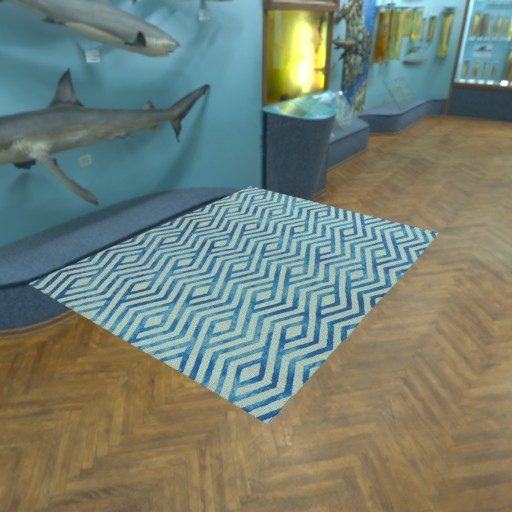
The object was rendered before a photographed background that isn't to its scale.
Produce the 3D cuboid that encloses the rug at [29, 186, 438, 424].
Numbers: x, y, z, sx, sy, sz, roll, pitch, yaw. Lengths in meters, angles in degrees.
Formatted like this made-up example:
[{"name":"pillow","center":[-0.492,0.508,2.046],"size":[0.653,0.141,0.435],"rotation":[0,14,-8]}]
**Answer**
[{"name":"rug","center":[0.000,0.000,4.133],"size":[2.453,0.008,3.059],"rotation":[19,34,32]}]
